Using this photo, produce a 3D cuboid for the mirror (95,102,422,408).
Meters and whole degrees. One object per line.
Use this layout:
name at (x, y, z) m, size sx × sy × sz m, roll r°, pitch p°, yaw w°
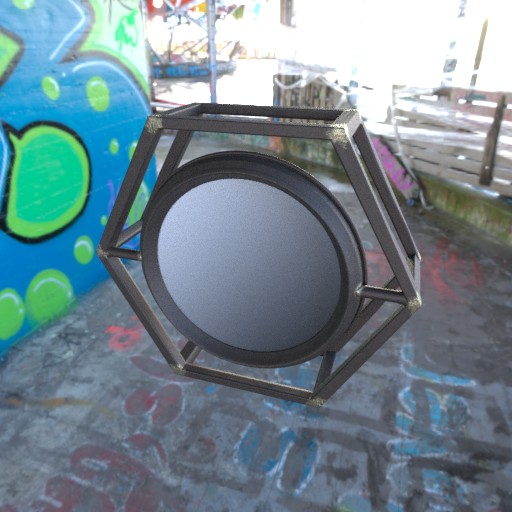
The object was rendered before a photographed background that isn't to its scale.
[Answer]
mirror at (0.000, 0.000, 0.538) m, size 0.380 × 0.334 × 0.119 m, roll 8°, pitch 28°, yaw 16°
